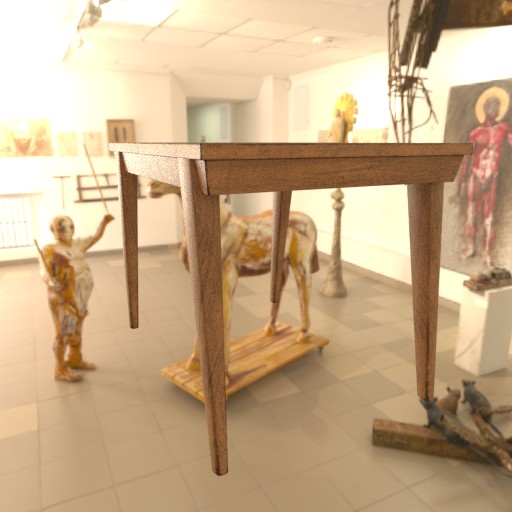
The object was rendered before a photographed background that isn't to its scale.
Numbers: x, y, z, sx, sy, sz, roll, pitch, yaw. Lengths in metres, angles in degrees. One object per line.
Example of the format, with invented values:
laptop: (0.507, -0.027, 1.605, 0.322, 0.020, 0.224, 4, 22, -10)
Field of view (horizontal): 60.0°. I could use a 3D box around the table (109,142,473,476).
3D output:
table: (0.000, 0.000, 1.534, 0.757, 0.760, 1.027, -7, 16, -26)
